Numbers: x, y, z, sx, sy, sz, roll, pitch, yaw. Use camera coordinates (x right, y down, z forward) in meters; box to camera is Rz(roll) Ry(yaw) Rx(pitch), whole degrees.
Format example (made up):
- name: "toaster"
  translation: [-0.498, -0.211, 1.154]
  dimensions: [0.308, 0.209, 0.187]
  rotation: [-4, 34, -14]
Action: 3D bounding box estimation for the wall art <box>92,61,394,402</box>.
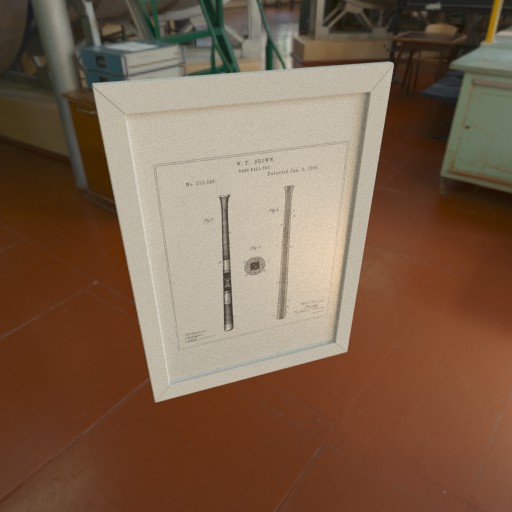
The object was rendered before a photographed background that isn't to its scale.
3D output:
- name: "wall art"
  translation: [0.000, 0.000, 0.676]
  dimensions: [0.374, 0.529, 0.012]
  rotation: [-11, 36, -15]
